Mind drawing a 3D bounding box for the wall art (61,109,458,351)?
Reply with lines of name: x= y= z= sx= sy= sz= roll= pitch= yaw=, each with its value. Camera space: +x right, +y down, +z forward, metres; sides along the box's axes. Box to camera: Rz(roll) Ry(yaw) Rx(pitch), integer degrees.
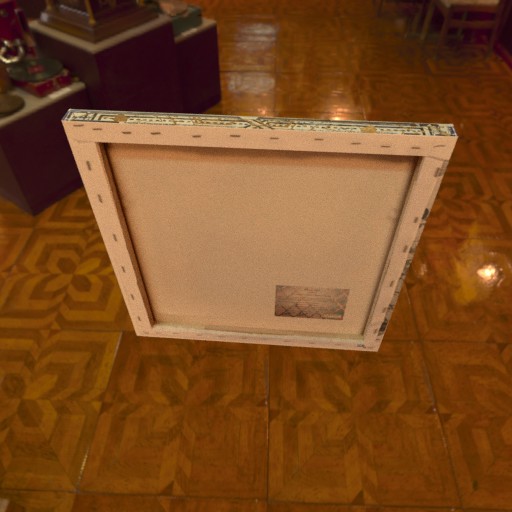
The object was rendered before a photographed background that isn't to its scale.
wall art: x=0.000 y=0.000 z=0.908 sx=0.609 sy=0.607 sz=0.036 roll=3 pitch=47 yaw=3
